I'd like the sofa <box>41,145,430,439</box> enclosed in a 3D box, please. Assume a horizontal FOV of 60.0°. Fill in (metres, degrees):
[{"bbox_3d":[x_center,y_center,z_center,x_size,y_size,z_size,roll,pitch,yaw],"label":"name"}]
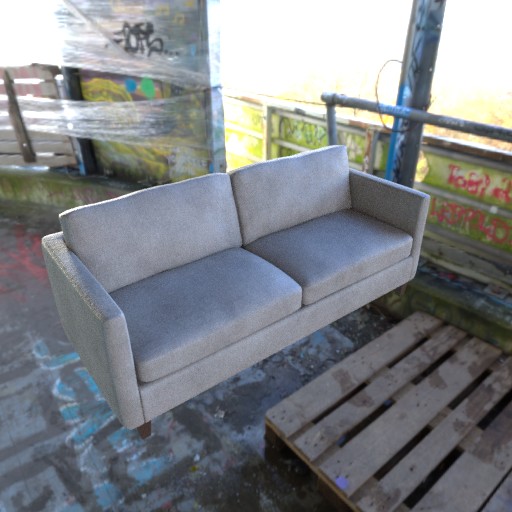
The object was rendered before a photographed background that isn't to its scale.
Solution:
[{"bbox_3d":[0.000,0.000,2.737,2.208,0.965,0.951,-21,35,-32],"label":"sofa"}]
